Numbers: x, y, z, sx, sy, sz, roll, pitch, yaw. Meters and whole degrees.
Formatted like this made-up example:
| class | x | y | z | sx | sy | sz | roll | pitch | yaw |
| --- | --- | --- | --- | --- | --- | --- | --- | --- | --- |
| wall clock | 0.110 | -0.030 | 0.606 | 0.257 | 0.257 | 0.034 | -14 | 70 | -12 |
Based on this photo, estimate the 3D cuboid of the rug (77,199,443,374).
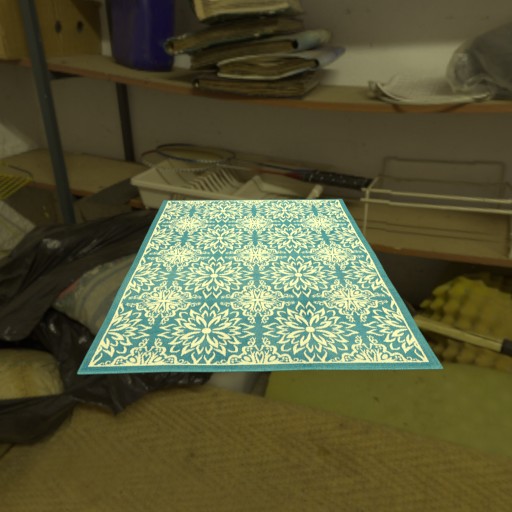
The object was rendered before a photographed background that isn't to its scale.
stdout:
| class | x | y | z | sx | sy | sz | roll | pitch | yaw |
| --- | --- | --- | --- | --- | --- | --- | --- | --- | --- |
| rug | 0.000 | 0.000 | 2.864 | 1.554 | 0.012 | 2.205 | -1 | 26 | -1 |
